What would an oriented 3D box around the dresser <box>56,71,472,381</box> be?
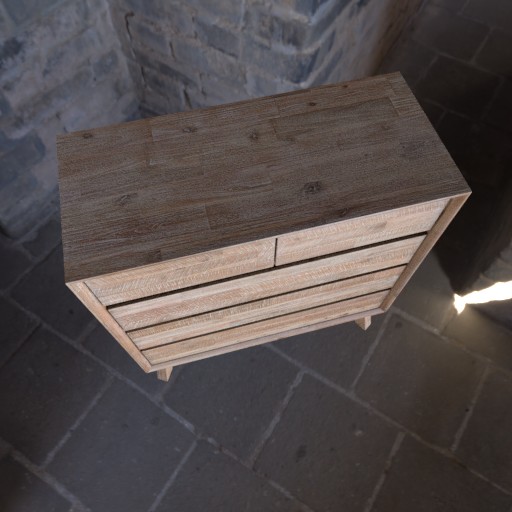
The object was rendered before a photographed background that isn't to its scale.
[{"bbox_3d":[0.000,0.000,1.604,0.998,1.029,0.455,-13,63,-7],"label":"dresser"}]
